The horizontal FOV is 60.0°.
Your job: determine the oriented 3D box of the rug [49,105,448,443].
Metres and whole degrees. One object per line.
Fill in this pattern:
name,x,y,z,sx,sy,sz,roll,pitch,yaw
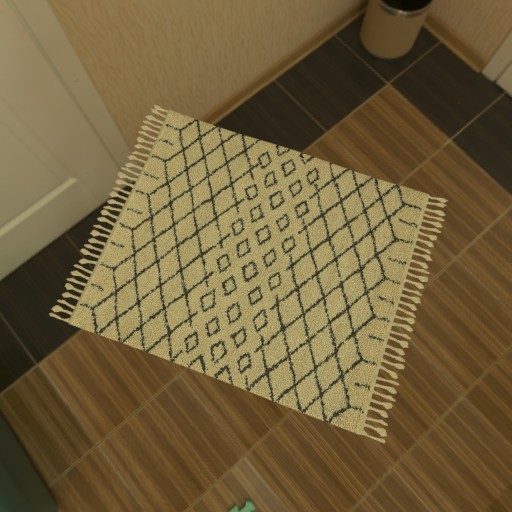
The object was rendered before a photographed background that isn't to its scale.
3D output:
rug,0.000,0.000,4.236,3.213,0.030,2.388,19,76,5
